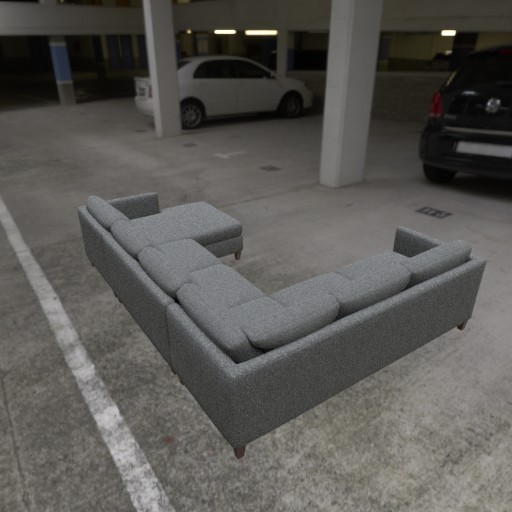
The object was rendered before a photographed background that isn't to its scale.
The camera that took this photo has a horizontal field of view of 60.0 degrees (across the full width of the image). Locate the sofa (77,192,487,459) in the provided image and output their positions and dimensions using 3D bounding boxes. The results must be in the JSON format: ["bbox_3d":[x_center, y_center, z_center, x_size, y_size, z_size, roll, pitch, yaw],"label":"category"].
[{"bbox_3d":[0.000,0.000,4.363,2.551,0.853,3.238,-17,32,-30],"label":"sofa"}]
